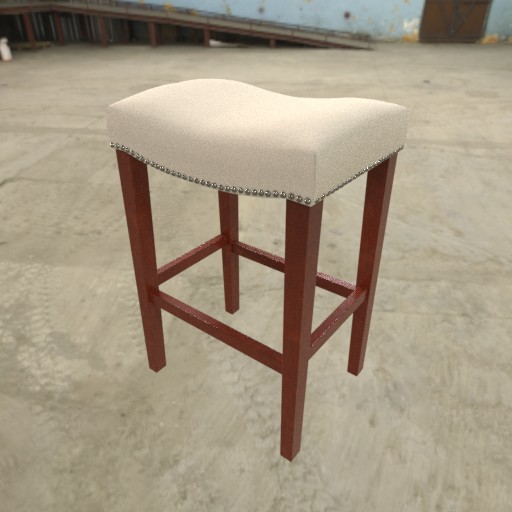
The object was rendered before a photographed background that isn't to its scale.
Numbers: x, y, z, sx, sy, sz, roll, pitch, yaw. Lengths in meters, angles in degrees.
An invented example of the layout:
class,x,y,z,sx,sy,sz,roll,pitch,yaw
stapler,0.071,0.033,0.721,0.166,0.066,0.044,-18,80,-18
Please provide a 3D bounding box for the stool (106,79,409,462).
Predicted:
class,x,y,z,sx,sy,sz,roll,pitch,yaw
stool,0.000,0.000,1.058,0.504,0.742,0.372,21,37,32
